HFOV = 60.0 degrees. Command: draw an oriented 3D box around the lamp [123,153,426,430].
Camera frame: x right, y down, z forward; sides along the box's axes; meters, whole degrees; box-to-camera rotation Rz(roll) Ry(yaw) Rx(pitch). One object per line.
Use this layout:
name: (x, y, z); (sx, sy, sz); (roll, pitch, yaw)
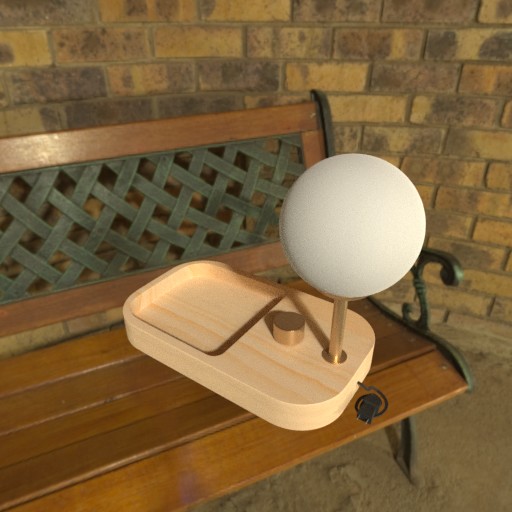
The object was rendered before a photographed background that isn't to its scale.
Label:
lamp: (0.000, 0.000, 0.475); (0.331, 0.253, 0.173); (19, 35, 29)
